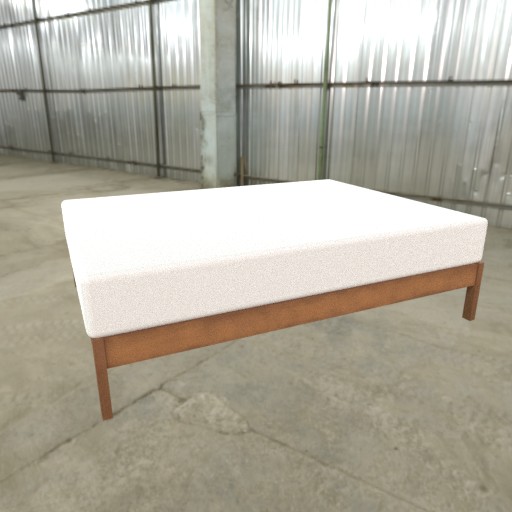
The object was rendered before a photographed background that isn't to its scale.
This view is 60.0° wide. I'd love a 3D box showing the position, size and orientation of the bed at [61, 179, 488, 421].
[{"bbox_3d":[0.000,0.000,2.684,2.050,0.593,1.529,-8,20,-24],"label":"bed"}]
